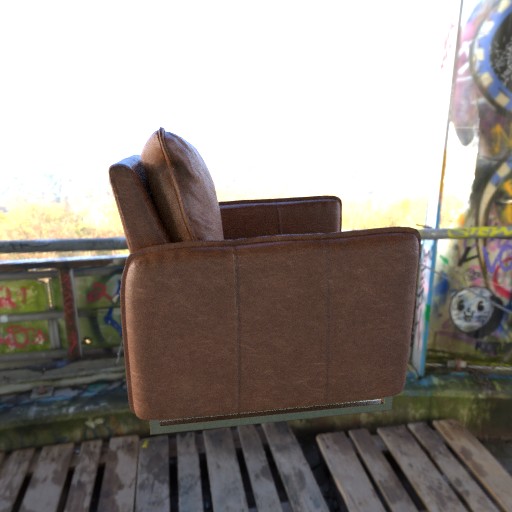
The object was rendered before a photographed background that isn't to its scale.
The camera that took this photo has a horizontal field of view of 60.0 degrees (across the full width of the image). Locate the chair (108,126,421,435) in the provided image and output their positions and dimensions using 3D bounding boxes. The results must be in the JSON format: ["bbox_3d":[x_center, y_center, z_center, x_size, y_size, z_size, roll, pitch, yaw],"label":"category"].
[{"bbox_3d":[0.000,0.000,1.646,0.922,0.922,0.830,-3,16,-9],"label":"chair"}]
